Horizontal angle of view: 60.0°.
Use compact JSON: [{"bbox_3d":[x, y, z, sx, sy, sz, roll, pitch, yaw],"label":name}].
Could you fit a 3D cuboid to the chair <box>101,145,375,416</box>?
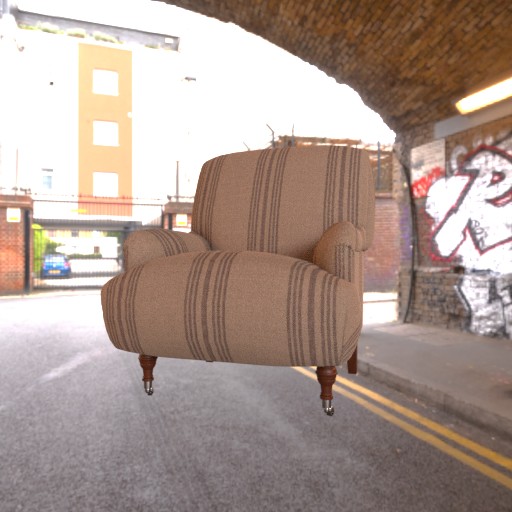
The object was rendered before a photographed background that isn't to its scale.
[{"bbox_3d":[0.000,0.000,1.630,0.813,0.940,0.914,0,0,19],"label":"chair"}]
